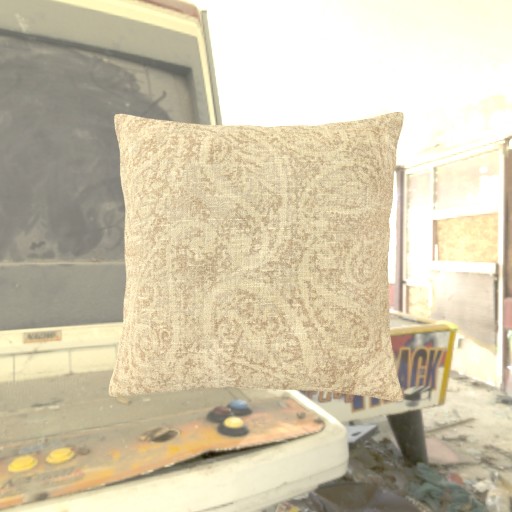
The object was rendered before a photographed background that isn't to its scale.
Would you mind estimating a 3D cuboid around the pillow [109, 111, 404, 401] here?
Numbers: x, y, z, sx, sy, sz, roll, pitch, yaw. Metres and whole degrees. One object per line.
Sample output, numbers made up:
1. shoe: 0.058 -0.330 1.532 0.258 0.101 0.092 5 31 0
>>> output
1. pillow: 0.000 0.000 0.788 0.523 0.510 0.166 0 1 1
